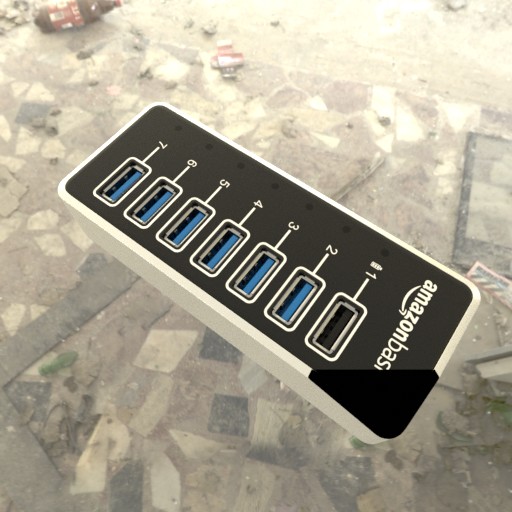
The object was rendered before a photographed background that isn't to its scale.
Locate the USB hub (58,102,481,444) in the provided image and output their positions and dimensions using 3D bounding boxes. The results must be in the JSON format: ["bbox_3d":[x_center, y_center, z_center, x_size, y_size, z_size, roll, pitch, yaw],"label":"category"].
[{"bbox_3d":[0.000,0.000,0.126,0.110,0.023,0.044,34,68,16],"label":"USB hub"}]
